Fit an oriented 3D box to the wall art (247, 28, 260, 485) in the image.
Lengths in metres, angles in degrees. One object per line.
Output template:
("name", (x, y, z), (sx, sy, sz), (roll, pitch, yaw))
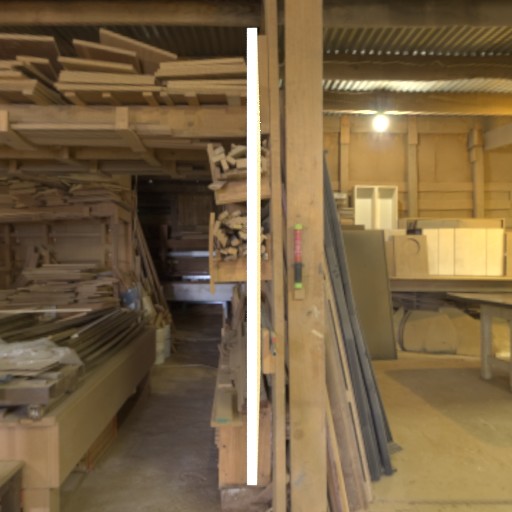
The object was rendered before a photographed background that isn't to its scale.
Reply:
("wall art", (0.000, 0.000, 0.819), (0.012, 0.557, 0.557), (0, 0, 1))
